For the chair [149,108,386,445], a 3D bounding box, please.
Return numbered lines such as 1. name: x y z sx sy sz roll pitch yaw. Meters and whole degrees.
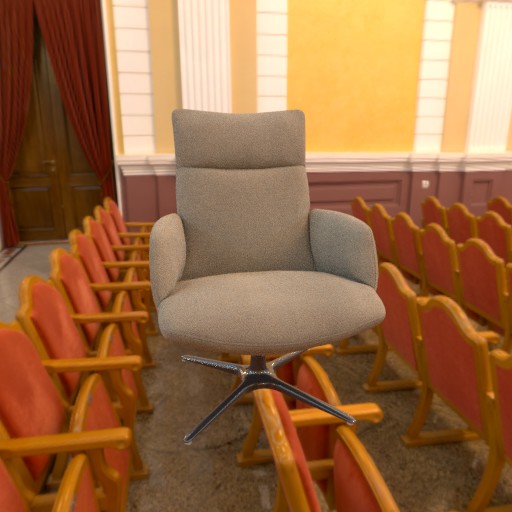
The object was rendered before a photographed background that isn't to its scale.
1. chair: 0.000 0.000 1.573 0.711 1.016 0.889 -3 17 -10
